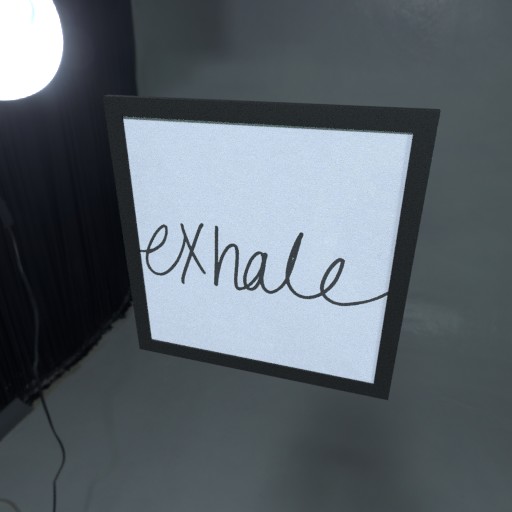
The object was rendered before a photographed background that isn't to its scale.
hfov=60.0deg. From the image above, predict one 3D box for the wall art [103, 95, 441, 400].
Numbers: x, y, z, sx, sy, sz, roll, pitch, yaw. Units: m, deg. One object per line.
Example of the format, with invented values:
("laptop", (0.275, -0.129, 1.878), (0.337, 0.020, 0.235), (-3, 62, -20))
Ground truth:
("wall art", (0.000, 0.000, 0.538), (0.358, 0.357, 0.012), (8, 28, 15))
